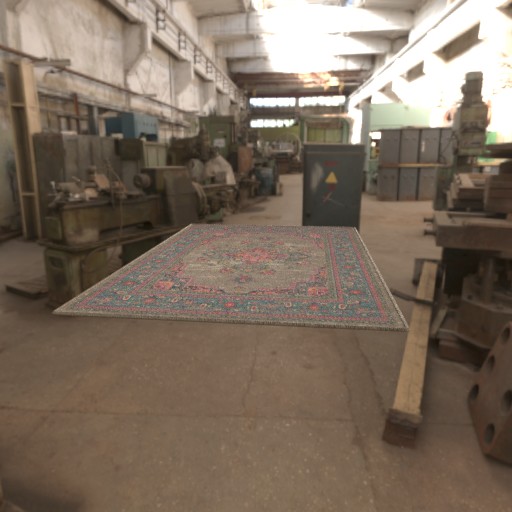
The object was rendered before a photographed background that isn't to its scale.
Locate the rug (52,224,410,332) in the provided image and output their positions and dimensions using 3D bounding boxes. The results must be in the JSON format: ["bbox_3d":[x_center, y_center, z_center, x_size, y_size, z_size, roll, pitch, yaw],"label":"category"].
[{"bbox_3d":[0.000,0.000,2.227,1.144,0.014,1.748,2,14,7],"label":"rug"}]
